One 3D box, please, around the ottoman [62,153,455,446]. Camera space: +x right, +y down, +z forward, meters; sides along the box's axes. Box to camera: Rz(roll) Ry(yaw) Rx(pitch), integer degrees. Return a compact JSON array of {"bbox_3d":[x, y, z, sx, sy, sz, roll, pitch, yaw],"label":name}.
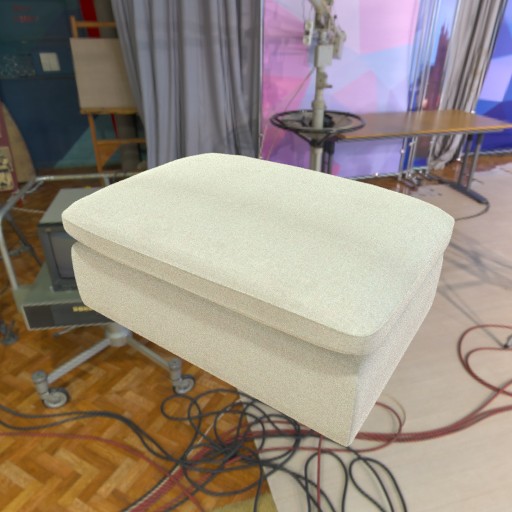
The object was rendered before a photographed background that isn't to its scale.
[{"bbox_3d":[0.000,0.000,1.359,0.984,0.453,0.686,19,36,29],"label":"ottoman"}]
